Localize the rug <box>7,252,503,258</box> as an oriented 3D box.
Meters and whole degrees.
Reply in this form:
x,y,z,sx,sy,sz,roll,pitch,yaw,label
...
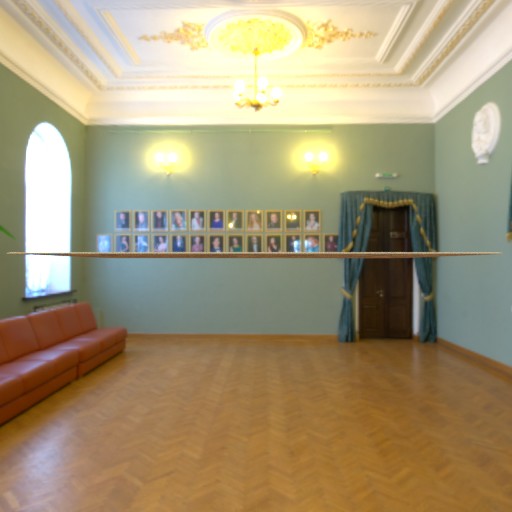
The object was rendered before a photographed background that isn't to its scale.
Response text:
x,y,z,sx,sy,sz,roll,pitch,yaw,label
0.000,0.000,2.783,2.284,0.008,1.522,0,-1,0,rug
